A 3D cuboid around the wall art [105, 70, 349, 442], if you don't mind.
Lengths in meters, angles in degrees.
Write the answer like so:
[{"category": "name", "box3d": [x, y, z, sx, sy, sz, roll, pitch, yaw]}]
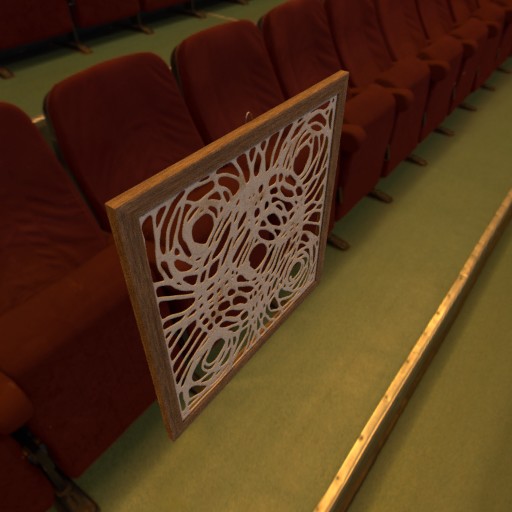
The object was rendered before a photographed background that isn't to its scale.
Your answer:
[{"category": "wall art", "box3d": [0.000, 0.000, 0.856, 0.021, 0.576, 0.561, 27, 48, 27]}]
